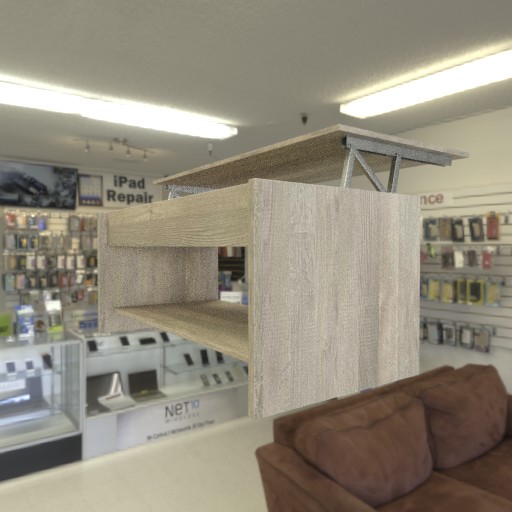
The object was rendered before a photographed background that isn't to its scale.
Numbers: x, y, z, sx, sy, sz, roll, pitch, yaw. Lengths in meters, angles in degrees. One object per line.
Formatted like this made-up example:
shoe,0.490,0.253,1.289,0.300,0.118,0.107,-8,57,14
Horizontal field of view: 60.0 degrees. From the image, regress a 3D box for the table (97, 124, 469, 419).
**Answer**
table,0.000,0.000,1.413,0.712,0.570,1.000,-1,2,-35
